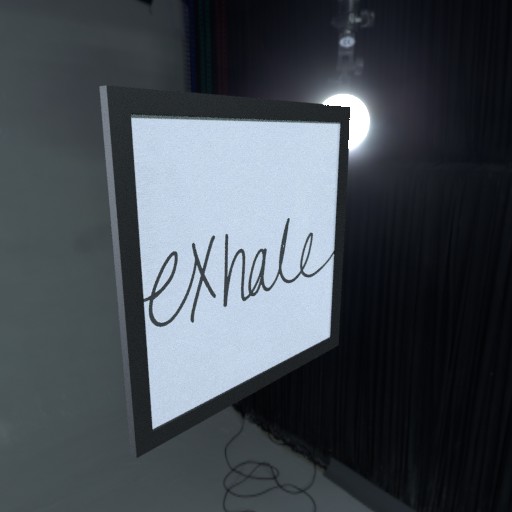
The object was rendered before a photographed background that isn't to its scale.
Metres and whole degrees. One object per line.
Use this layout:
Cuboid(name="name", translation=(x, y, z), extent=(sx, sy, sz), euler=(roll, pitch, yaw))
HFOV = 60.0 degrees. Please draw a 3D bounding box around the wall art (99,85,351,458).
Cuboid(name="wall art", translation=(0.000, 0.000, 0.532), extent=(0.012, 0.357, 0.358), euler=(14, 21, 43))
